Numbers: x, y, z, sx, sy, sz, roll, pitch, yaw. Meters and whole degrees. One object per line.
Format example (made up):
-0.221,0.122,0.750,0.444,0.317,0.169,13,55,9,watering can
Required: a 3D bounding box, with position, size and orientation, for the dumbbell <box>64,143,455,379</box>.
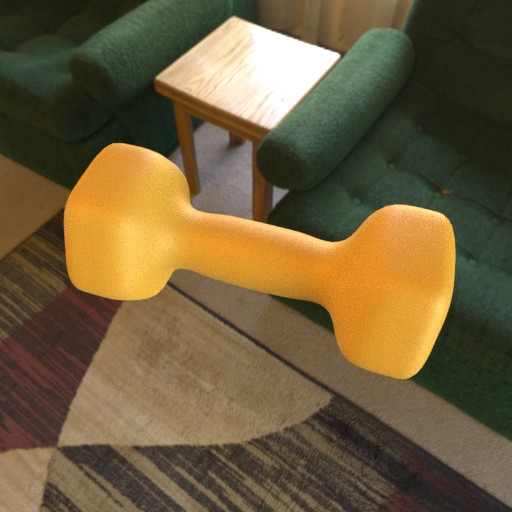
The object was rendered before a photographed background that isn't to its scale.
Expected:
0.000,0.000,0.236,0.190,0.082,0.090,14,58,9,dumbbell
